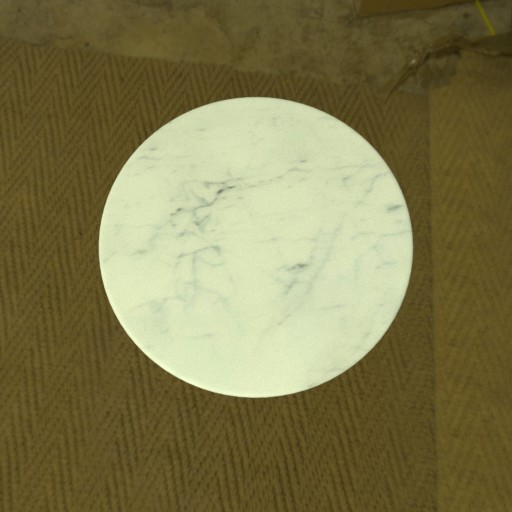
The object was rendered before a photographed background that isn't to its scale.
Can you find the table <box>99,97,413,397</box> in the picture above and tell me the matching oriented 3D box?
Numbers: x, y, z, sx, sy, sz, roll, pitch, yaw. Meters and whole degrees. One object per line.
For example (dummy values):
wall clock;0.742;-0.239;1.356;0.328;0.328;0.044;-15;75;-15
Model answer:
table;0.000;0.000;1.345;0.800;0.450;0.800;0;75;0
